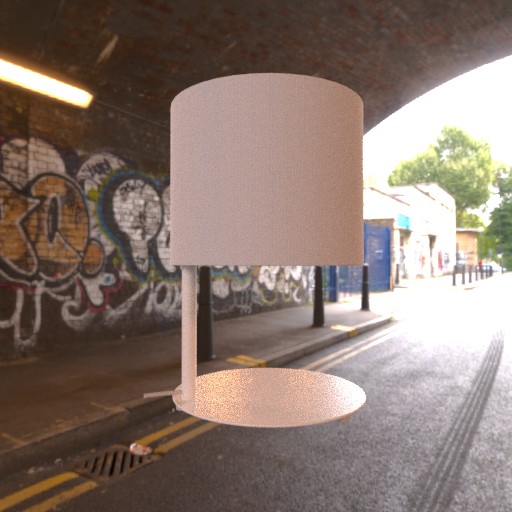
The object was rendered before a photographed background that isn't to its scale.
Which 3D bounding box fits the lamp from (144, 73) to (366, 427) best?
[{"bbox_3d":[0.000,0.000,0.695,0.341,0.454,0.299,0,-1,-18],"label":"lamp"}]
